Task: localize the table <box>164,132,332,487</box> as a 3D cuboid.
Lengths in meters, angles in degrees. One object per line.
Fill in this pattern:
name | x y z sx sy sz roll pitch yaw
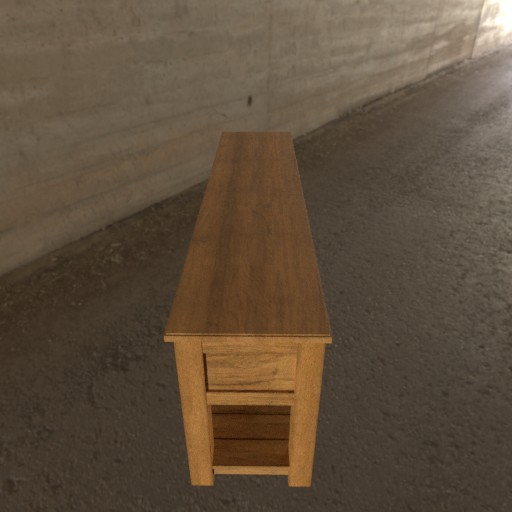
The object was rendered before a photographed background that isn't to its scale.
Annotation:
table | 0.000 0.000 2.011 0.425 0.635 1.815 0 31 1
